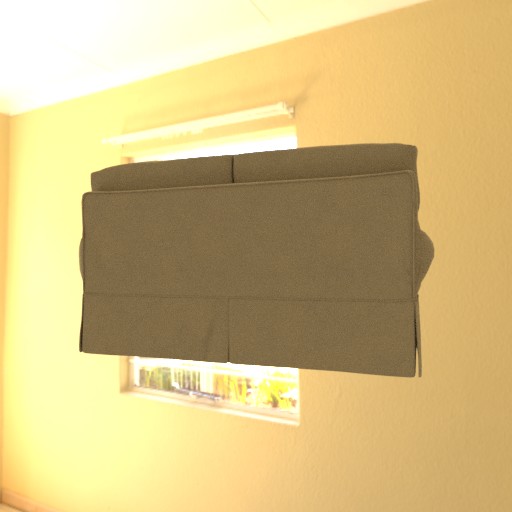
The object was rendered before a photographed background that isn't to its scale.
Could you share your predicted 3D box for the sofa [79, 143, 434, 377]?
[{"bbox_3d":[0.000,0.000,2.438,1.823,1.024,0.841,-1,-2,19],"label":"sofa"}]
